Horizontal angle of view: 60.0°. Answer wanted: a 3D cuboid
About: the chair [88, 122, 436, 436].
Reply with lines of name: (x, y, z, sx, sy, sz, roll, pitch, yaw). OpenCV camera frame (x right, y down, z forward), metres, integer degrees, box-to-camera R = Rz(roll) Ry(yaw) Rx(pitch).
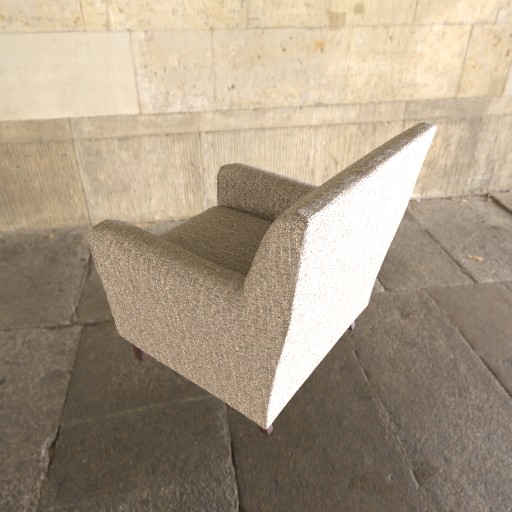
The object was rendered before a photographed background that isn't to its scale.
chair: (0.000, 0.000, 1.639, 0.873, 0.928, 0.864, 21, 38, 30)
